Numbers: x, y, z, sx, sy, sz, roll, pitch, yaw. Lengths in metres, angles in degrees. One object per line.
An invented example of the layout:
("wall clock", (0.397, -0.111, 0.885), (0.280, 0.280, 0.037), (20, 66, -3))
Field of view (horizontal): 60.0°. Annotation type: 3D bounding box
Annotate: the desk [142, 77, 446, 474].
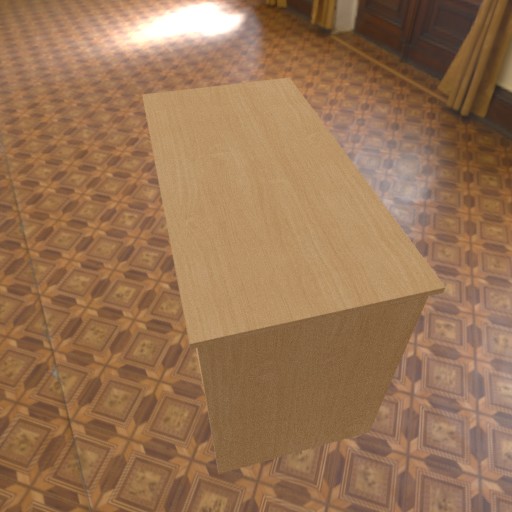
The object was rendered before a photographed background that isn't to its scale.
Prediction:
("desk", (0.000, 0.000, 1.544), (0.560, 0.735, 1.097), (-11, 46, -10))
